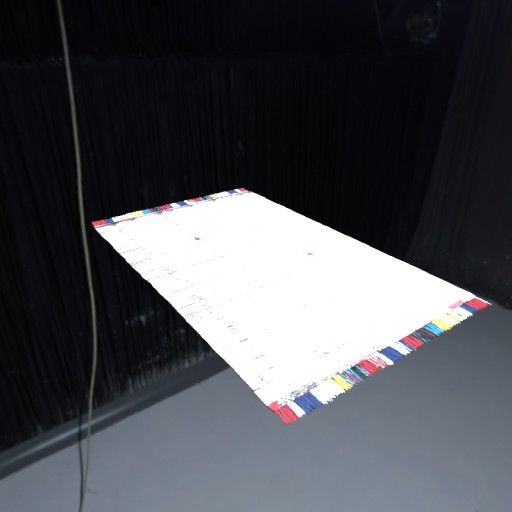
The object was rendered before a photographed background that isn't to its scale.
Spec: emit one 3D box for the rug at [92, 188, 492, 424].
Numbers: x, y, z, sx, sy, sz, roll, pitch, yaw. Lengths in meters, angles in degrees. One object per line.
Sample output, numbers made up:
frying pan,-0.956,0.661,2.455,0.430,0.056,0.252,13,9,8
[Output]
rug,0.000,0.000,2.948,1.465,0.012,2.465,-18,32,-31
